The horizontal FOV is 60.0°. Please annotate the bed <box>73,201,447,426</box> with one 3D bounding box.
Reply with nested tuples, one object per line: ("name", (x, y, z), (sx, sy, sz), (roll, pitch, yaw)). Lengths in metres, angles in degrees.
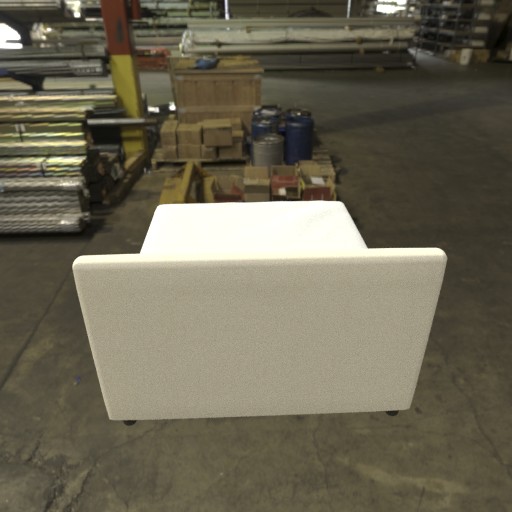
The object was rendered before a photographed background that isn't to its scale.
("bed", (0.000, 0.000, 3.686), (2.119, 1.317, 2.341), (-1, 30, -2))
